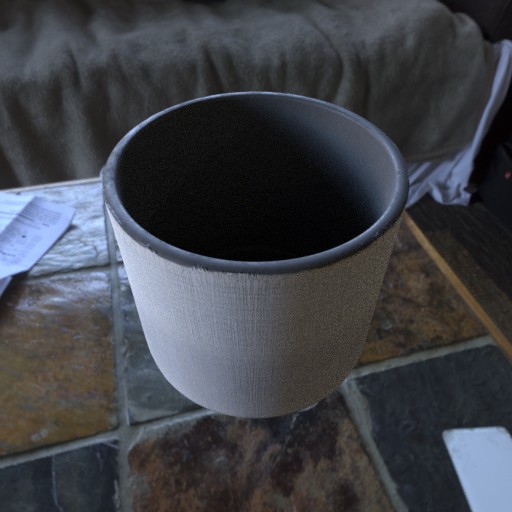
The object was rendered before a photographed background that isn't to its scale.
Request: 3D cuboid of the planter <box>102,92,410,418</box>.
[{"bbox_3d":[0.000,0.000,0.392,0.221,0.201,0.221,0,46,0],"label":"planter"}]
